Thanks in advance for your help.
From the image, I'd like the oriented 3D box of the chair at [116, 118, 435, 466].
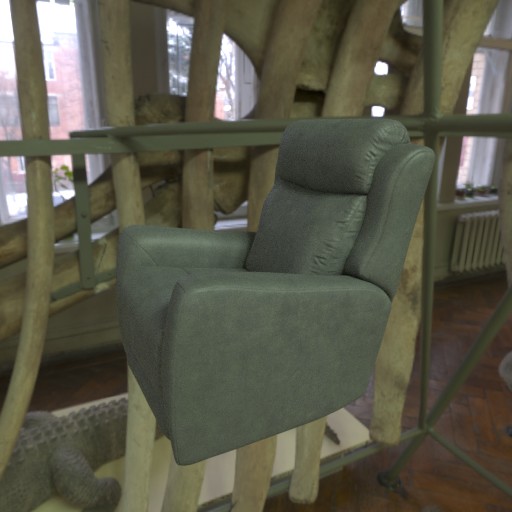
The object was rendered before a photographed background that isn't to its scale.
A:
[{"bbox_3d":[0.000,0.000,1.885,1.068,1.116,0.965,-8,18,-25],"label":"chair"}]
